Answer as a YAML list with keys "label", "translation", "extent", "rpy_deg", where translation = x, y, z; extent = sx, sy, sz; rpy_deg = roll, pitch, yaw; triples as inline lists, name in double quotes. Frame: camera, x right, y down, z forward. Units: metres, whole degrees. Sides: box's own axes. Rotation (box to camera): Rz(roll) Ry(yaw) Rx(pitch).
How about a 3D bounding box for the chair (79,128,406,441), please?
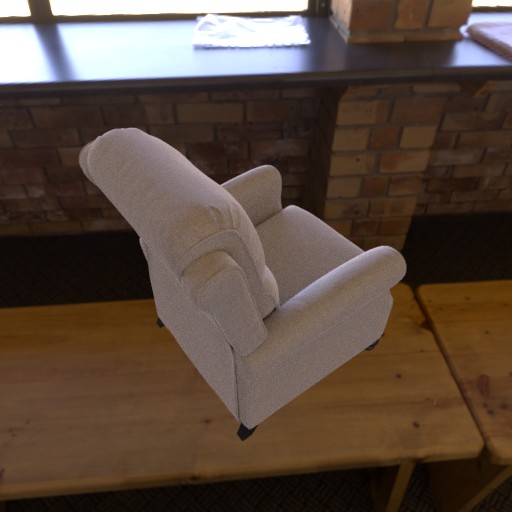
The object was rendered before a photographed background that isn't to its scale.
- label: "chair"
  translation: [0.000, 0.000, 1.720]
  extent: [0.919, 1.046, 0.859]
  rpy_deg: [-26, 48, -26]
